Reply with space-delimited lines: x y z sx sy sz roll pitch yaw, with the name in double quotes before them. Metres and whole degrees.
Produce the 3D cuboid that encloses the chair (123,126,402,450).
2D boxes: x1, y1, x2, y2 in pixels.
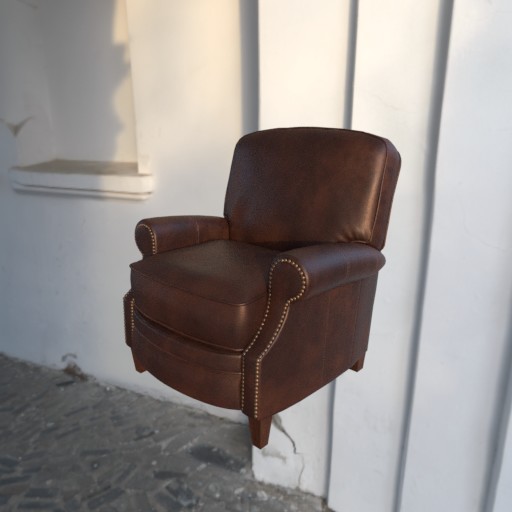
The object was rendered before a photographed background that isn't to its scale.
"chair" 0.000 0.000 1.813 0.936 1.018 0.986 14 21 41
